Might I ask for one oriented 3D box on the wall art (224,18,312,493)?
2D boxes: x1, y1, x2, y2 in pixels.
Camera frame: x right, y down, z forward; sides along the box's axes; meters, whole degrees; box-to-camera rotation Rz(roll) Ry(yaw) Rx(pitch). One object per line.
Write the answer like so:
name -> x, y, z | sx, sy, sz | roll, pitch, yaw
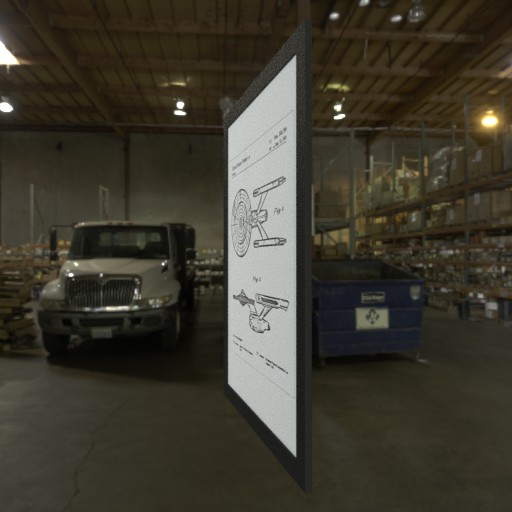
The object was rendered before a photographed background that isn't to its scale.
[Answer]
wall art -> 0.000, 0.000, 0.676 | 0.008, 0.530, 0.379 | 0, 0, -18
